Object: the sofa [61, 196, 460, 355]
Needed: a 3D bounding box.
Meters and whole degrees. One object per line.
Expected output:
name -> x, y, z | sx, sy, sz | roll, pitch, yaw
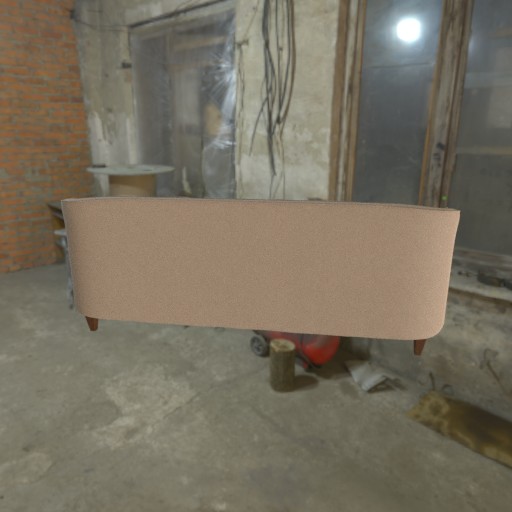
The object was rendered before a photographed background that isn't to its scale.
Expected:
sofa -> 0.000, 0.000, 2.848 | 2.278, 0.855, 0.941 | 3, 16, 9
